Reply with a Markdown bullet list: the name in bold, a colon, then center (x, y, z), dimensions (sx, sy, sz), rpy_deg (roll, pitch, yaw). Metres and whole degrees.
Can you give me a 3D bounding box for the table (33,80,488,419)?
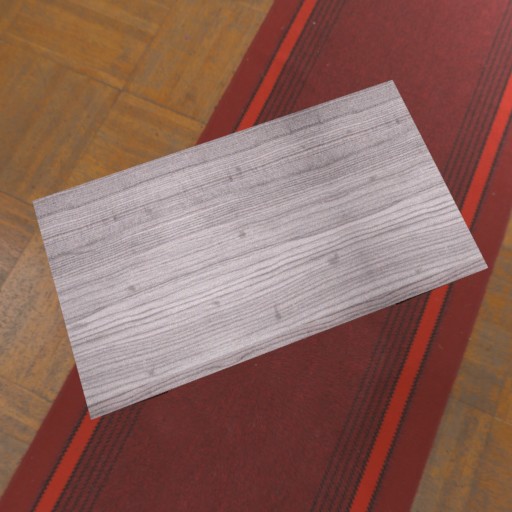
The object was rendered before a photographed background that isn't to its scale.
- **table**: center (0.000, 0.000, 2.096), dimensions (1.579, 0.736, 0.881), rpy_deg (-20, 77, -5)
